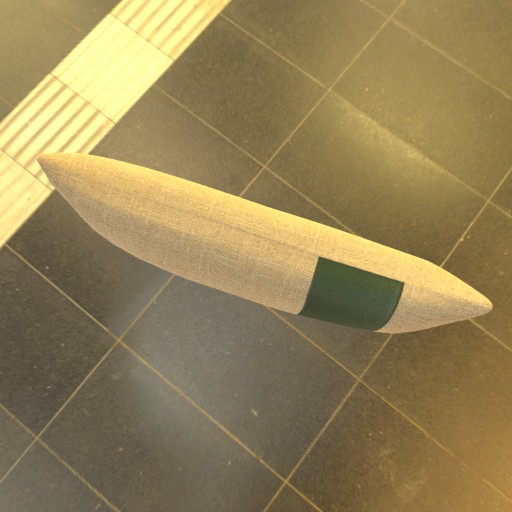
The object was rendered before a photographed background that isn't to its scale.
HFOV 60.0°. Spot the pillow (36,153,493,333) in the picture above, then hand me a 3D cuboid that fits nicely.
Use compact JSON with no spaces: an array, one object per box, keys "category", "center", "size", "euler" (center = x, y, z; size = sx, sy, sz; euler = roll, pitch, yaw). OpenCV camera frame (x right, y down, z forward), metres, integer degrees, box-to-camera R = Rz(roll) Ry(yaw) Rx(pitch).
[{"category":"pillow","center":[0.000,0.000,0.994],"size":[0.859,0.429,0.197],"euler":[18,79,4]}]
